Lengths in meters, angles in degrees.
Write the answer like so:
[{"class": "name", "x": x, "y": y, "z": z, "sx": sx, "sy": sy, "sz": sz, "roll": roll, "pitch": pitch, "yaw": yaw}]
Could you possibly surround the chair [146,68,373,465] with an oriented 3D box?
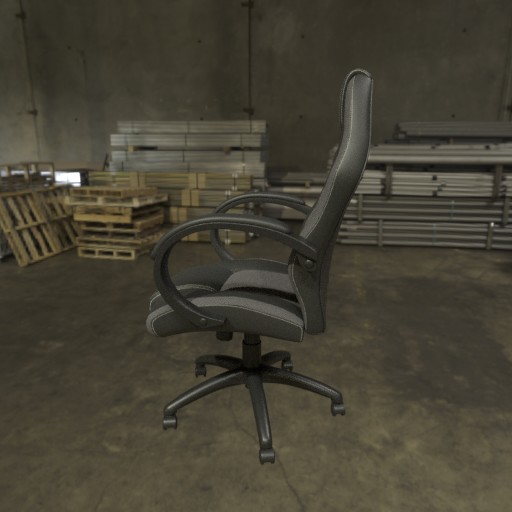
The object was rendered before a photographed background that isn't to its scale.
[{"class": "chair", "x": 0.000, "y": 0.000, "z": 1.563, "sx": 0.724, "sy": 1.187, "sz": 0.673, "roll": 2, "pitch": 14, "yaw": 10}]
